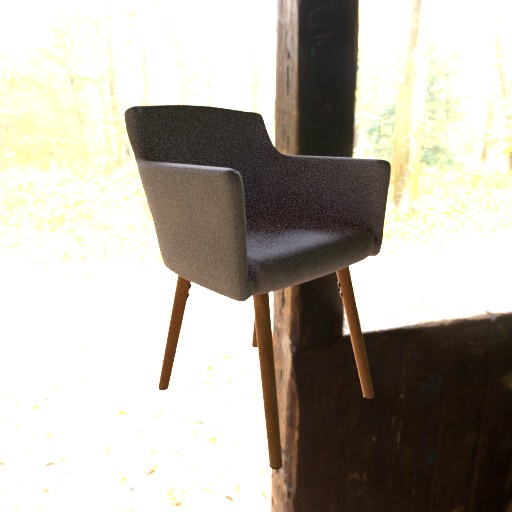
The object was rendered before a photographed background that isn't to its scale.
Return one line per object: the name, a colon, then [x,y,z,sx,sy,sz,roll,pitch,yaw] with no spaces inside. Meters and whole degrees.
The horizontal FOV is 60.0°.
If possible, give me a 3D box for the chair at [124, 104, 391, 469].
chair: [0.000,0.000,1.174,0.570,0.780,0.540,-14,21,-43]
